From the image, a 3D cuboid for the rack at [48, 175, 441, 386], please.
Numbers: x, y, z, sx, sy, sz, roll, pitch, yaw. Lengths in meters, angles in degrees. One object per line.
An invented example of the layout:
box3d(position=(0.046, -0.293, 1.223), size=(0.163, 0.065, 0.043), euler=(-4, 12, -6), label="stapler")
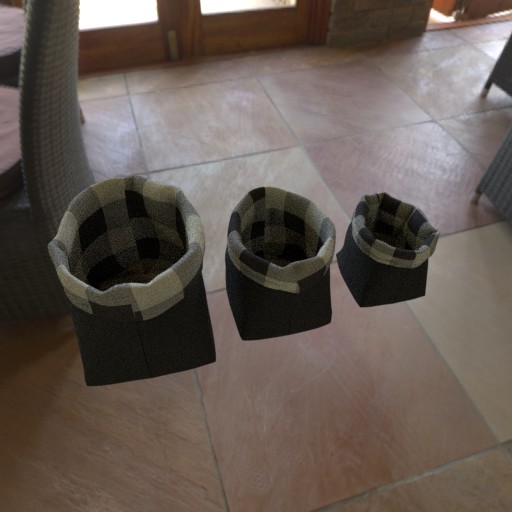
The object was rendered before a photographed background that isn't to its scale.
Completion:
box3d(position=(0.000, 0.000, 1.070), size=(0.889, 0.329, 0.370), euler=(-10, 48, -9), label="rack")
